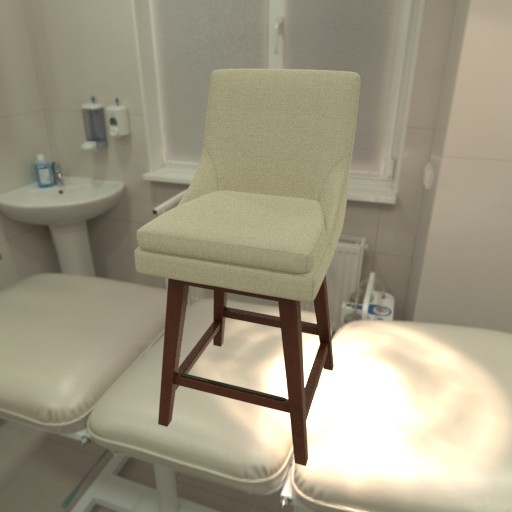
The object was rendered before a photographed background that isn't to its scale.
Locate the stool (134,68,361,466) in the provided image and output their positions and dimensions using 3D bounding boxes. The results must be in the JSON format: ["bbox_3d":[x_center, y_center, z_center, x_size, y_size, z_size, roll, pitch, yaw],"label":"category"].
[{"bbox_3d":[0.000,0.000,1.304,0.469,0.991,0.559,8,27,17],"label":"stool"}]
